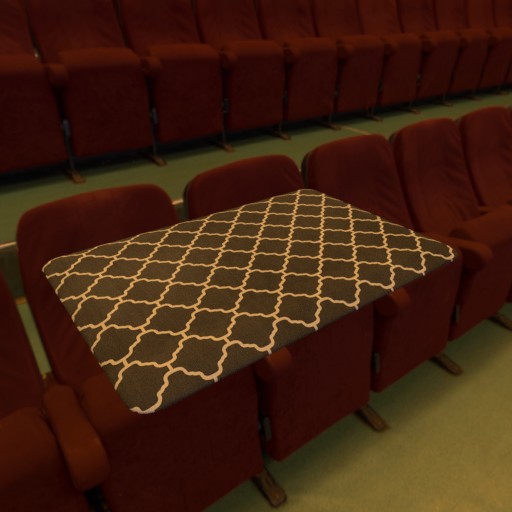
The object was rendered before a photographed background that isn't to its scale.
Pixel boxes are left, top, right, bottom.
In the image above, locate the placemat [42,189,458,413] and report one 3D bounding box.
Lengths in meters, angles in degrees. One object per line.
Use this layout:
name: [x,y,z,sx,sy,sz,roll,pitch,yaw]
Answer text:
placemat: [0.000,0.000,0.946,0.762,0.021,0.508,-20,35,-31]
